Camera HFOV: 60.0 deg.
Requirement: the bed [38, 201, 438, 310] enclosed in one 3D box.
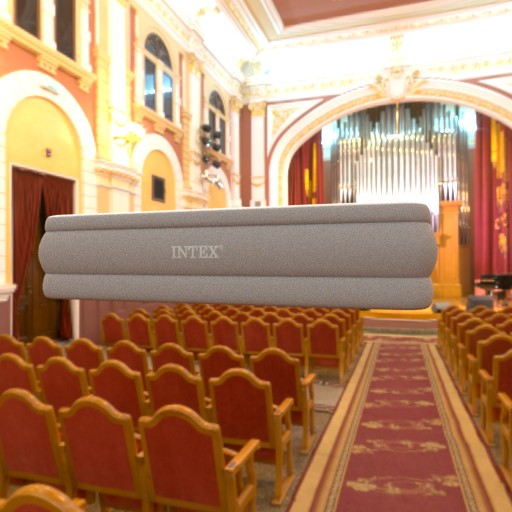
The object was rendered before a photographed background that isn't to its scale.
[{"bbox_3d":[0.000,0.000,2.695,2.036,0.460,1.520,0,-1,18],"label":"bed"}]
